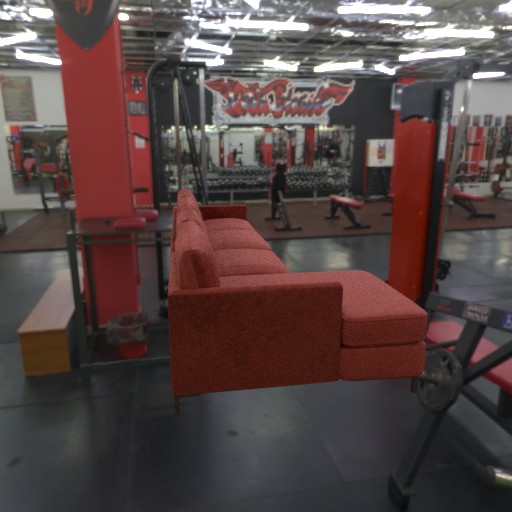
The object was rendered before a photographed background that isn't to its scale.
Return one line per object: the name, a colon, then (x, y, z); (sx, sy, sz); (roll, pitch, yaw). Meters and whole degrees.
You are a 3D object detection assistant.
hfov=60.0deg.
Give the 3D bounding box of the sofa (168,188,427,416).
sofa: (0.000, 0.000, 4.064); (1.500, 0.967, 3.400); (-2, 15, -9)
